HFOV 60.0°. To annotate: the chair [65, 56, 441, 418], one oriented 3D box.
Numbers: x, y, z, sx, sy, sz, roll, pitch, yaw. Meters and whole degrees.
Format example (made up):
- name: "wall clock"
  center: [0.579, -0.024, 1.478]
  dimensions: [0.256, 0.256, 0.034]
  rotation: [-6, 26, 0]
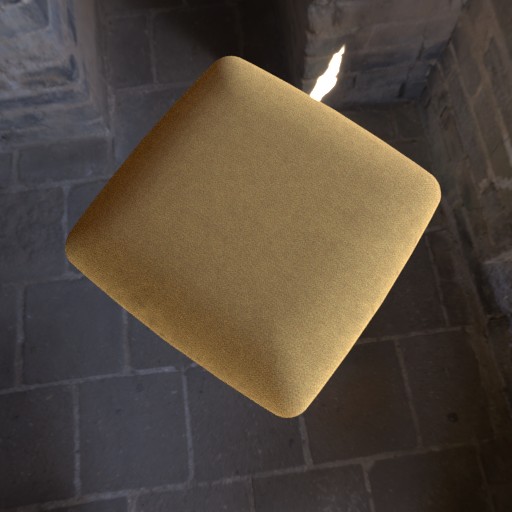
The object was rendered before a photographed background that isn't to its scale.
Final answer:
- name: "chair"
  center: [0.000, 0.000, 0.698]
  dimensions: [0.350, 0.440, 0.350]
  rotation: [34, 78, 8]
